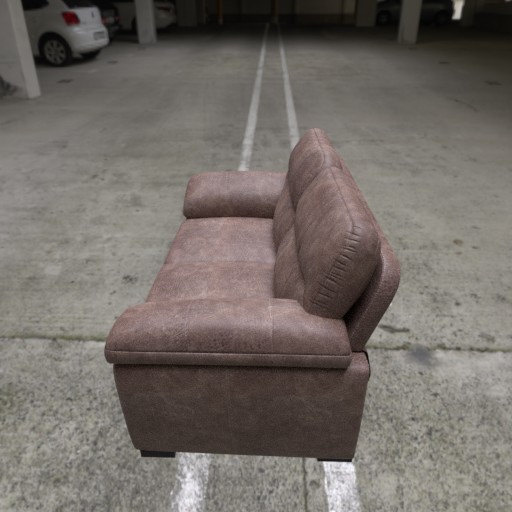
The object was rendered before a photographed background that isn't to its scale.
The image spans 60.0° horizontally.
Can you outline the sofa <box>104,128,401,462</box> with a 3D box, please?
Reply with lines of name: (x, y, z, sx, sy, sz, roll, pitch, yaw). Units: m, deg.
sofa: (0.000, 0.000, 2.238, 0.991, 0.991, 1.753, 1, 27, 1)
